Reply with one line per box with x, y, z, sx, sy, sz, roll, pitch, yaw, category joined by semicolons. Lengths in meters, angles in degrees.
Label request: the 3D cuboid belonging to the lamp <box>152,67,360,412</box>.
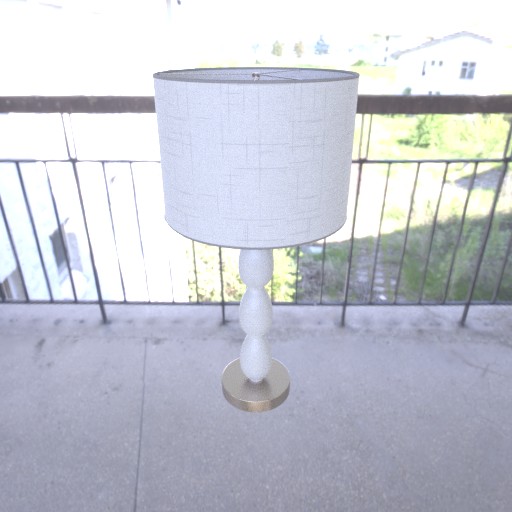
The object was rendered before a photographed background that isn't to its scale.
0.000;0.000;0.729;0.280;0.559;0.282;1;26;2;lamp
